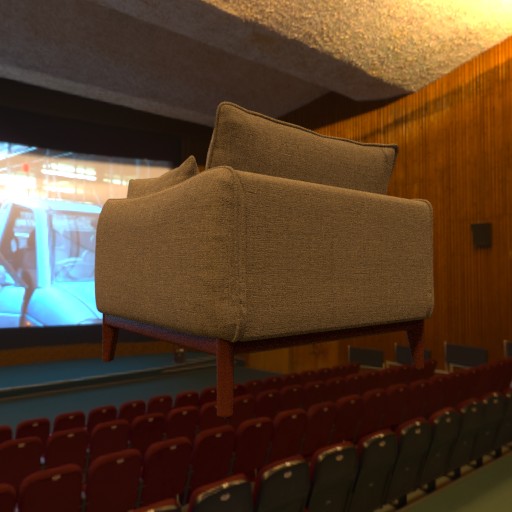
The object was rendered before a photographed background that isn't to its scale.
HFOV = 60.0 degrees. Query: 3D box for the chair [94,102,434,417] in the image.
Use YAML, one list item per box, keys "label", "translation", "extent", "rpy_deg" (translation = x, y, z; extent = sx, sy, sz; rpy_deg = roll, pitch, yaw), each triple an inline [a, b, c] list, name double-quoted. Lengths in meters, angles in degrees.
- label: "chair"
  translation: [0.000, 0.000, 1.720]
  extent: [0.993, 0.839, 0.976]
  rpy_deg: [1, -2, -38]
